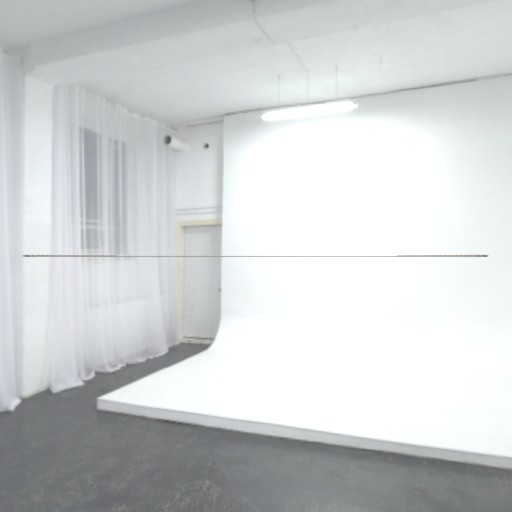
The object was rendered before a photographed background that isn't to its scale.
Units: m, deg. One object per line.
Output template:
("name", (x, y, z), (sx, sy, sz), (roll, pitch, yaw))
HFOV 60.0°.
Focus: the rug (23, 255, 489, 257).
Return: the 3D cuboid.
("rug", (0.000, 0.000, 2.577), (2.096, 0.011, 1.229), (0, 0, 1))
